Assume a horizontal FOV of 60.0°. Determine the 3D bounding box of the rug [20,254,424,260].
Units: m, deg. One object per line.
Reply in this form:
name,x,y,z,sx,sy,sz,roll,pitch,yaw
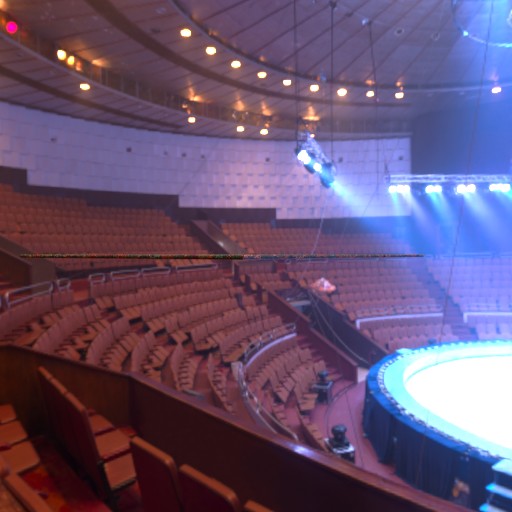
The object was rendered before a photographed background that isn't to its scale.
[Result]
rug,0.000,0.000,2.317,1.216,0.014,1.836,0,0,35
